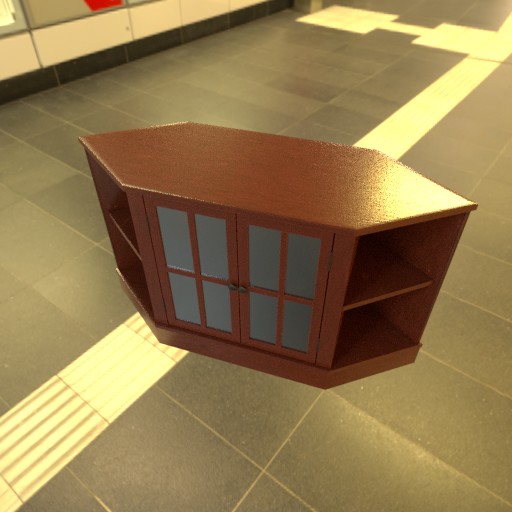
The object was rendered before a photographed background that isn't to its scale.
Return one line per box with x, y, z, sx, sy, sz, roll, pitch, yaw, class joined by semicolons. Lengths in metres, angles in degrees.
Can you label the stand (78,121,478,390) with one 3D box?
0.000;0.000;1.342;1.072;0.614;0.381;12;43;14;stand
